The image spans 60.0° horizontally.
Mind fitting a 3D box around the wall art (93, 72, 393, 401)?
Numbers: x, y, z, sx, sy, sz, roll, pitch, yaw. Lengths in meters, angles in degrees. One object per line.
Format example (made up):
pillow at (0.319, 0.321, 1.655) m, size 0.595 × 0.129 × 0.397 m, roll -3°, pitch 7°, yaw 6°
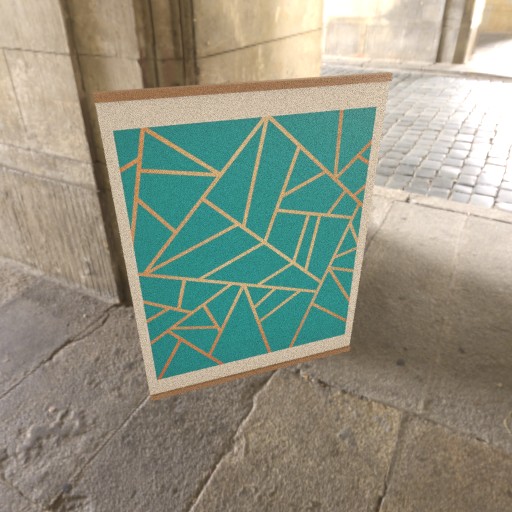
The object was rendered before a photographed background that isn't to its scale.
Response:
wall art at (0.000, 0.000, 0.816) m, size 0.459 × 0.608 × 0.012 m, roll -10°, pitch 34°, yaw -16°
